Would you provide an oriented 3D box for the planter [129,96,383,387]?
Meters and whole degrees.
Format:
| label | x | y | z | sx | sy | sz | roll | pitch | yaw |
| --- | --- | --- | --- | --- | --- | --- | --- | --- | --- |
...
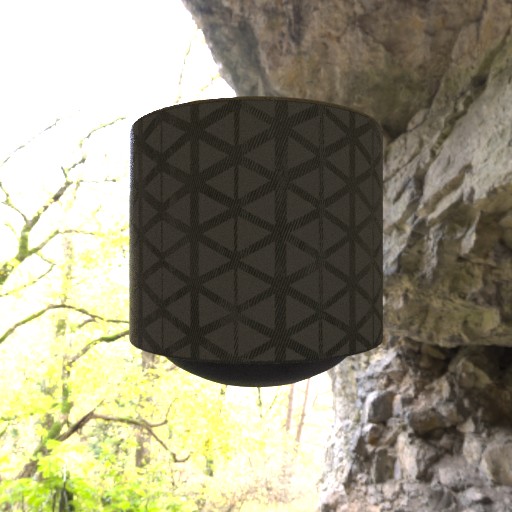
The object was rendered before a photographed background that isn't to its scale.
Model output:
| label | x | y | z | sx | sy | sz | roll | pitch | yaw |
| --- | --- | --- | --- | --- | --- | --- | --- | --- | --- |
| planter | 0.000 | 0.000 | 0.345 | 0.190 | 0.181 | 0.190 | 0 | 0 | 0 |
